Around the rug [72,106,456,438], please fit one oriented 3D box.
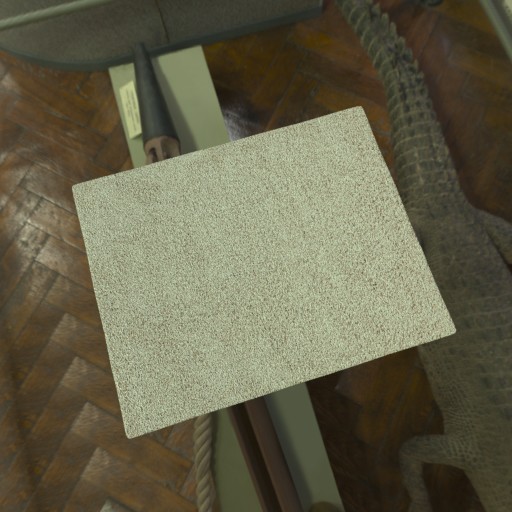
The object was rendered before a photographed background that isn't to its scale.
[{"bbox_3d":[0.000,0.000,4.182,3.047,0.029,2.438,-17,76,-4],"label":"rug"}]
